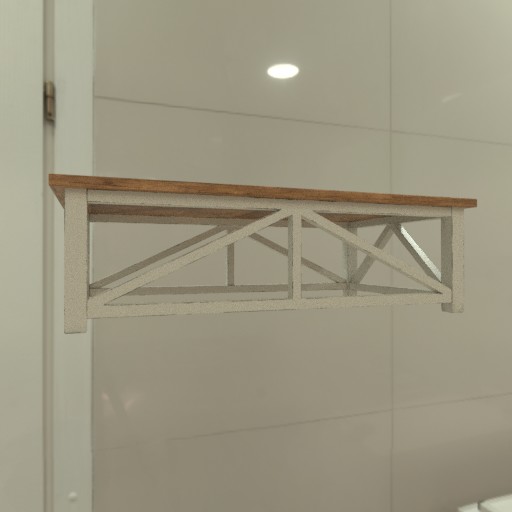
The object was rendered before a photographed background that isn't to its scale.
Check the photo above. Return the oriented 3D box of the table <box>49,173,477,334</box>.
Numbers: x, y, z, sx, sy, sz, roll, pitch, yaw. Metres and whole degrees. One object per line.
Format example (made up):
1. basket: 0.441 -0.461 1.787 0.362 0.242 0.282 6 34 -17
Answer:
1. table: 0.000 0.000 1.727 1.400 0.410 0.800 0 0 -20
